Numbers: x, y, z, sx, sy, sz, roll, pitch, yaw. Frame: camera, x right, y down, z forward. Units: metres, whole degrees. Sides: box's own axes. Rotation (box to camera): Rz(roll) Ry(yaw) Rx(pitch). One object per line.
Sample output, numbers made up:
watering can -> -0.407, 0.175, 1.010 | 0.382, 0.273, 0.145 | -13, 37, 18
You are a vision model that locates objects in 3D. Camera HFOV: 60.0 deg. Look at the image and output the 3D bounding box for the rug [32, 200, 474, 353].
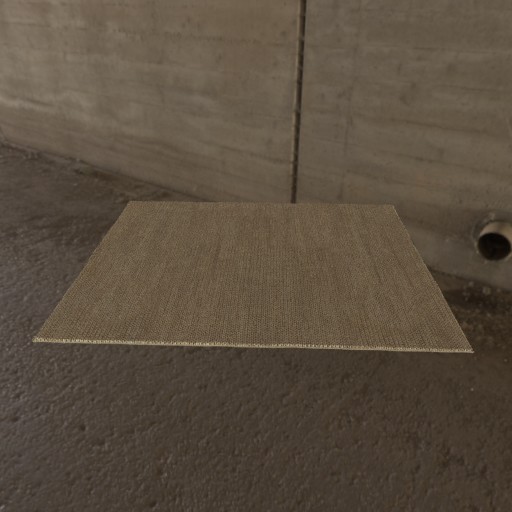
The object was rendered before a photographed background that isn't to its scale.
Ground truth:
rug -> 0.000, 0.000, 4.081 | 3.052, 0.030, 2.429 | 1, 31, 2
